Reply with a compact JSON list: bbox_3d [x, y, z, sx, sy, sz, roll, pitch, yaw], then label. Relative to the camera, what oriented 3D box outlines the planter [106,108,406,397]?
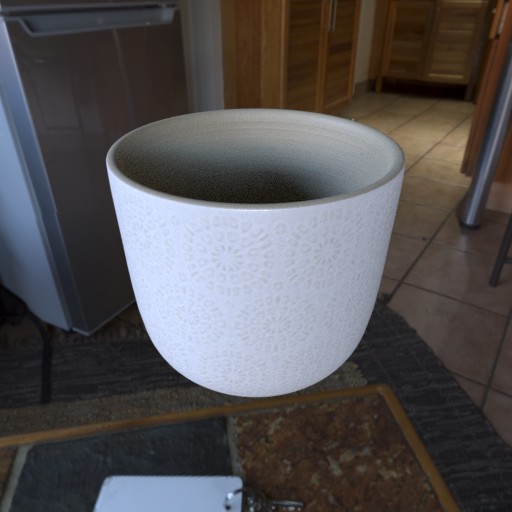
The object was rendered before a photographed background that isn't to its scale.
[{"bbox_3d":[0.000,0.000,0.369,0.208,0.190,0.208,0,32,0],"label":"planter"}]
